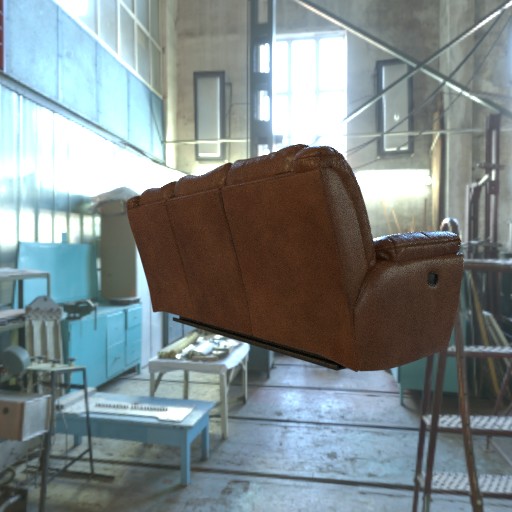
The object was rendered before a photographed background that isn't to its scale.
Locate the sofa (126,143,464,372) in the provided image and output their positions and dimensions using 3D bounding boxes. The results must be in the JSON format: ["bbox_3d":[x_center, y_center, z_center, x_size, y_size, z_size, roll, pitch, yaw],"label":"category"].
[{"bbox_3d":[0.000,0.000,2.886,0.991,1.043,2.337,-1,1,-35],"label":"sofa"}]
